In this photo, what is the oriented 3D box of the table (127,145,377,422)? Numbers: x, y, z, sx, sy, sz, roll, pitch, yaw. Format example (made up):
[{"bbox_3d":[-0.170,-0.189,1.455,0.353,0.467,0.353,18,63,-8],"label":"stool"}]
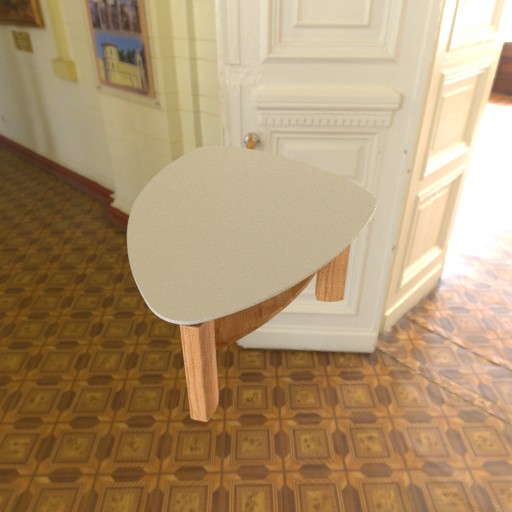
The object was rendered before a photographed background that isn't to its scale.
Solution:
[{"bbox_3d":[0.000,0.000,1.662,0.850,0.440,1.250,-1,32,-1],"label":"table"}]
